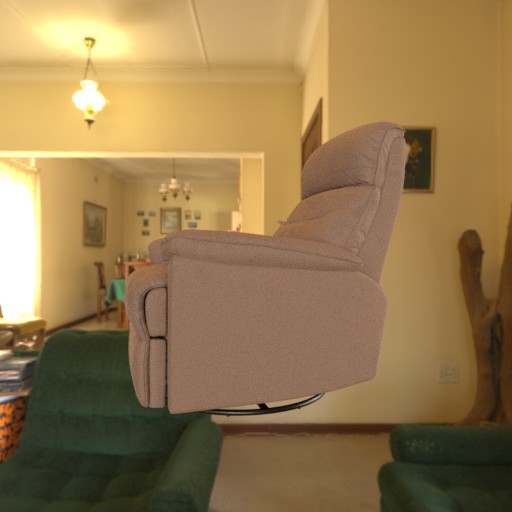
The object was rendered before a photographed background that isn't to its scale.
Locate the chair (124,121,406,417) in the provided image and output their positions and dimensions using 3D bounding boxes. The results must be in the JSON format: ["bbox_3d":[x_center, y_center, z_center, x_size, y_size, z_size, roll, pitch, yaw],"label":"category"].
[{"bbox_3d":[0.000,0.000,1.764,1.004,1.037,0.820,0,0,-17],"label":"chair"}]
